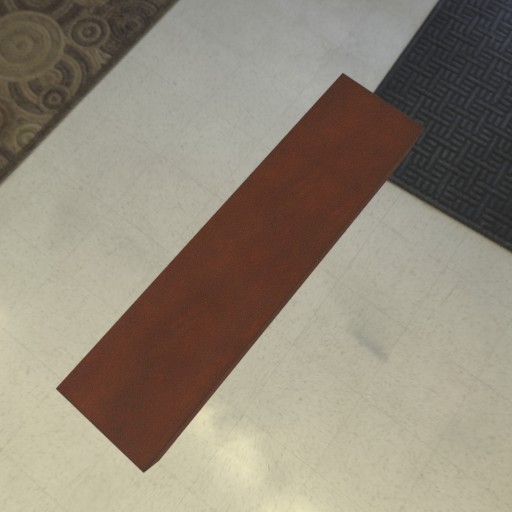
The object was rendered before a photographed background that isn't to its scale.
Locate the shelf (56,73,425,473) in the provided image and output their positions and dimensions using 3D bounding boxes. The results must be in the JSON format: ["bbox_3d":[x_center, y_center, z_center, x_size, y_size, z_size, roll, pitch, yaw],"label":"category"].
[{"bbox_3d":[0.000,0.000,0.649,0.152,0.088,0.607,38,77,10],"label":"shelf"}]
